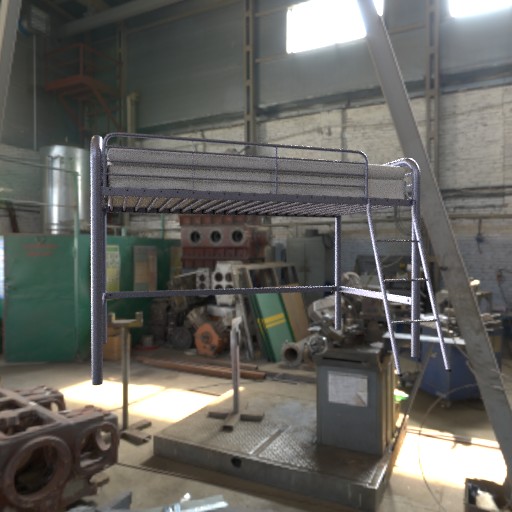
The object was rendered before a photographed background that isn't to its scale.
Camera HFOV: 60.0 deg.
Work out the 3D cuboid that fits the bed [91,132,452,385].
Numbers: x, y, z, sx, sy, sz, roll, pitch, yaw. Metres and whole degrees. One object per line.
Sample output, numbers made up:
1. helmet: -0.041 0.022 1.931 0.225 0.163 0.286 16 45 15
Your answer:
1. bed: 0.000 0.000 2.866 1.965 1.288 1.415 0 1 -18
